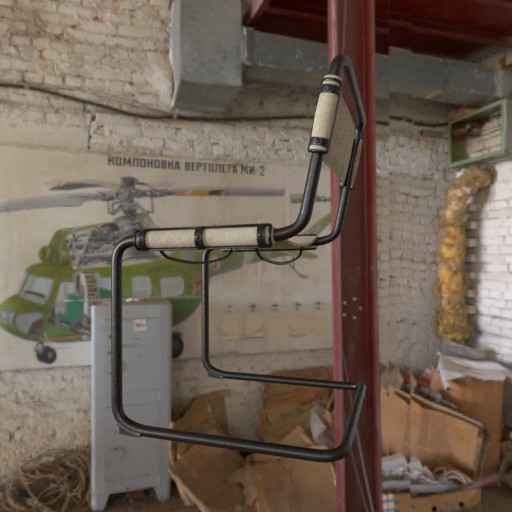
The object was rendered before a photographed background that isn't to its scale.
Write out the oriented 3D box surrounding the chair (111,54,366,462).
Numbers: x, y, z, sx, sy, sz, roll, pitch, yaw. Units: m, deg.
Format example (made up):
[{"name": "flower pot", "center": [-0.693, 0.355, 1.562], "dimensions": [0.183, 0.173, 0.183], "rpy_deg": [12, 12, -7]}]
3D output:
[{"name": "chair", "center": [0.000, 0.000, 1.078], "dimensions": [0.497, 0.747, 0.499], "rpy_deg": [0, 0, 18]}]
